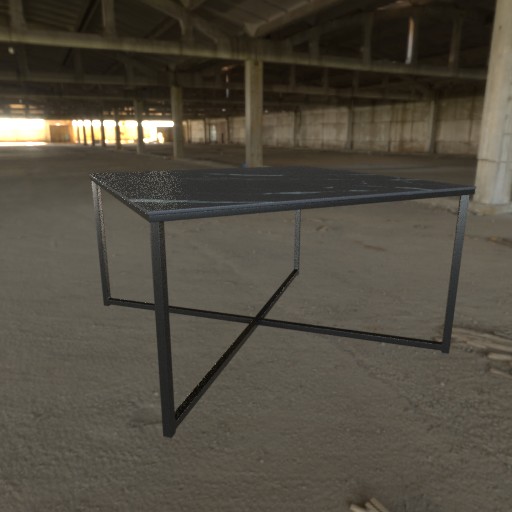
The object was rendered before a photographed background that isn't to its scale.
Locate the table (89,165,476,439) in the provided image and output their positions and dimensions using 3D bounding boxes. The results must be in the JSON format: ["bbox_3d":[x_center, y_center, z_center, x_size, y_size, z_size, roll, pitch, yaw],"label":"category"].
[{"bbox_3d":[0.000,0.000,1.310,0.800,0.450,0.800,-8,17,-26],"label":"table"}]
